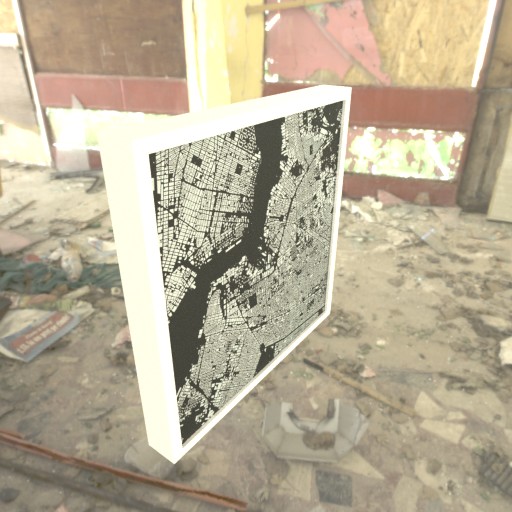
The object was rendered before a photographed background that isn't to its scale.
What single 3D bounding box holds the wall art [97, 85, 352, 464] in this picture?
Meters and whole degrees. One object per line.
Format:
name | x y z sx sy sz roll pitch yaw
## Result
wall art | 0.000 0.000 0.465 0.037 0.305 0.305 19 34 32
